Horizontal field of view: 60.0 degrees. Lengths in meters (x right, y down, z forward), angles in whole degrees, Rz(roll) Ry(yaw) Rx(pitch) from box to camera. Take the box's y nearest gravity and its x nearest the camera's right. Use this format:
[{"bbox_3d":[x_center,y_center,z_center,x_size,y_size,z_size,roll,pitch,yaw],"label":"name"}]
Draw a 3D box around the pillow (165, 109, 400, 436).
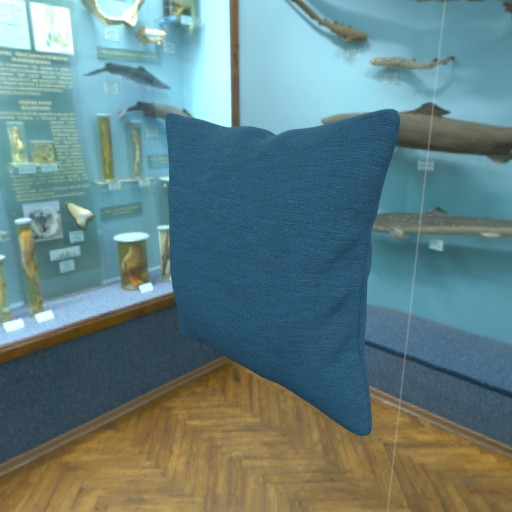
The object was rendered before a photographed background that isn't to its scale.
[{"bbox_3d":[0.000,0.000,0.675,0.177,0.420,0.437,-16,23,-42],"label":"pillow"}]
